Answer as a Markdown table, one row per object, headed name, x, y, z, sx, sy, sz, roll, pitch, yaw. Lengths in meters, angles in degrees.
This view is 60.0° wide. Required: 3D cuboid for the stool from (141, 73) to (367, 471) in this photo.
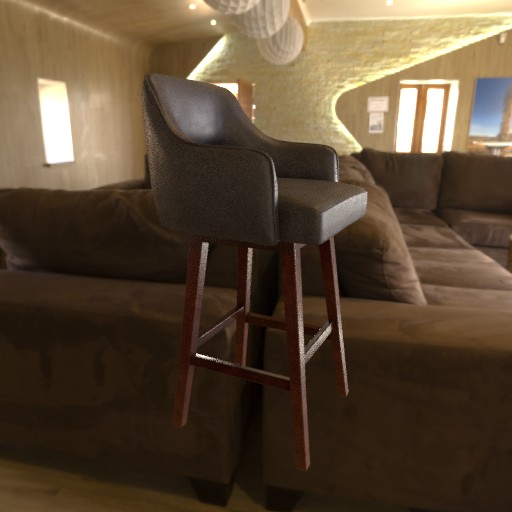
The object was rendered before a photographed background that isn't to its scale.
| name | x | y | z | sx | sy | sz | roll | pitch | yaw |
| --- | --- | --- | --- | --- | --- | --- | --- | --- | --- |
| stool | 0.000 | 0.000 | 1.347 | 0.560 | 1.041 | 0.550 | 8 | 17 | 26 |
